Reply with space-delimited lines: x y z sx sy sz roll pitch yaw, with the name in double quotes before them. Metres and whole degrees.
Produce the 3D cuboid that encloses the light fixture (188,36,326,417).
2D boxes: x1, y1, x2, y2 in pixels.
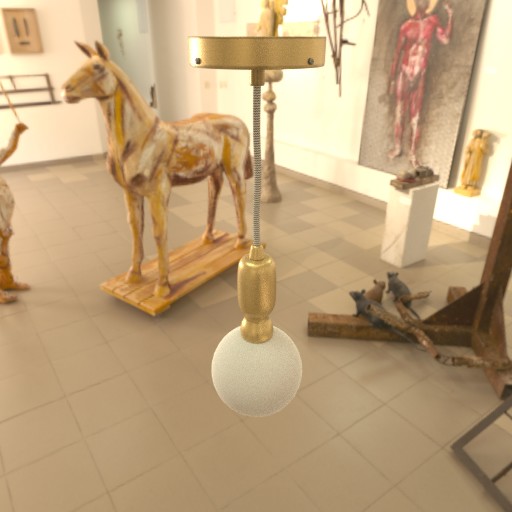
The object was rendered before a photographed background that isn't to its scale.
"light fixture" 0.000 0.000 0.575 0.146 0.510 0.147 -18 31 -32
